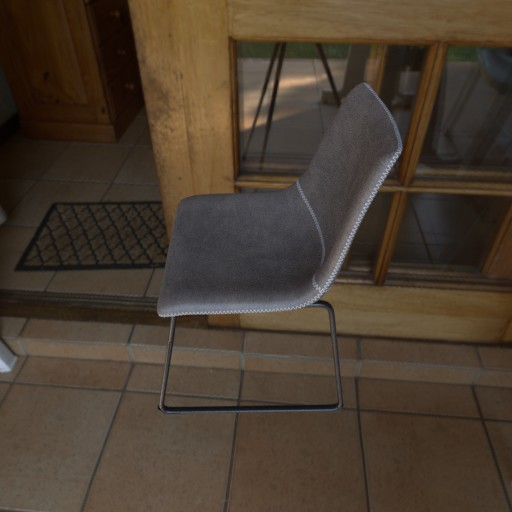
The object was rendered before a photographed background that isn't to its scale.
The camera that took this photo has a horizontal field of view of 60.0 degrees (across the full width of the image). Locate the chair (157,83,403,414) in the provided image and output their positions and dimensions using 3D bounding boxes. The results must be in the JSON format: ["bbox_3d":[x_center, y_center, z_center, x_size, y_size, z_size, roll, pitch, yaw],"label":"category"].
[{"bbox_3d":[0.000,0.000,1.151,0.550,0.780,0.460,-1,41,-1],"label":"chair"}]
